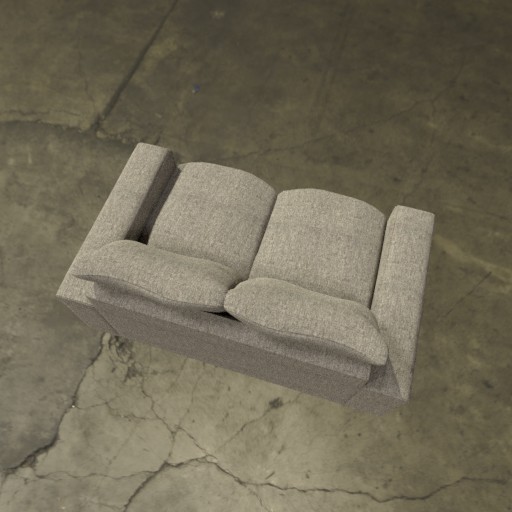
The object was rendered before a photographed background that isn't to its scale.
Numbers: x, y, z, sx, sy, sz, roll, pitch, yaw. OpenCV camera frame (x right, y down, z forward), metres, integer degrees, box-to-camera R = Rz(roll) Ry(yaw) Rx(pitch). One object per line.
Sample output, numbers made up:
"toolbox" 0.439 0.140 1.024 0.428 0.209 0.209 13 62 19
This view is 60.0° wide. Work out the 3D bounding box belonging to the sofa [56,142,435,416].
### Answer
"sofa" 0.000 0.000 2.400 1.758 0.877 1.094 15 64 8
